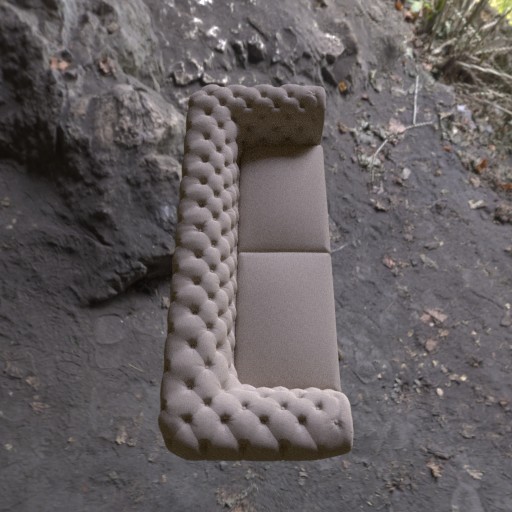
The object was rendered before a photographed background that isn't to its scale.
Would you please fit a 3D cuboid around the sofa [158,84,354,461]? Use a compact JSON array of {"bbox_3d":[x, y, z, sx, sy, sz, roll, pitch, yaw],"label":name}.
[{"bbox_3d":[0.000,0.000,3.198,1.076,0.847,2.694,0,65,0],"label":"sofa"}]
